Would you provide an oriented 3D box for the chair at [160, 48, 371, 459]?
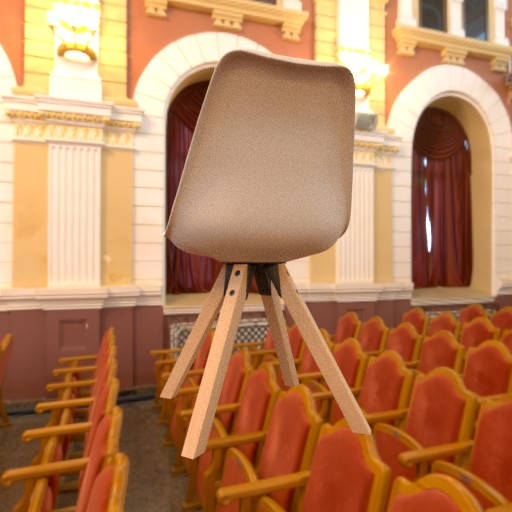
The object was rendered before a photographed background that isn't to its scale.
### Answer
[{"bbox_3d":[0.000,0.000,1.183,0.485,0.850,0.550,0,-1,-18],"label":"chair"}]
